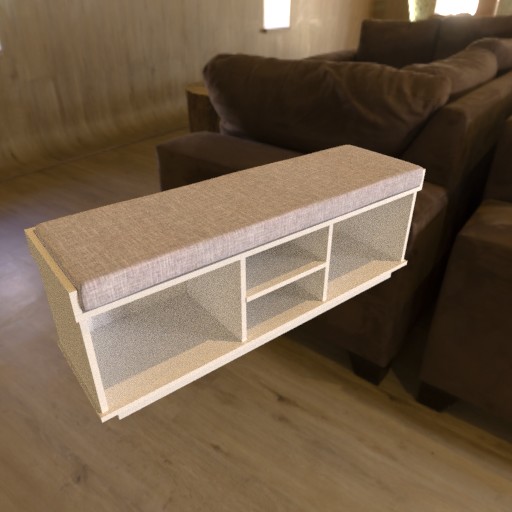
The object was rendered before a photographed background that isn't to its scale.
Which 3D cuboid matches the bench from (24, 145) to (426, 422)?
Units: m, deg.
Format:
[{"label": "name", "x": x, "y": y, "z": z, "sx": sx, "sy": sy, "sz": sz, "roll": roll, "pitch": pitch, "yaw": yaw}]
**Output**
[{"label": "bench", "x": 0.000, "y": 0.000, "z": 1.411, "sx": 1.196, "sy": 0.453, "sz": 0.363, "roll": -21, "pitch": 36, "yaw": -32}]
